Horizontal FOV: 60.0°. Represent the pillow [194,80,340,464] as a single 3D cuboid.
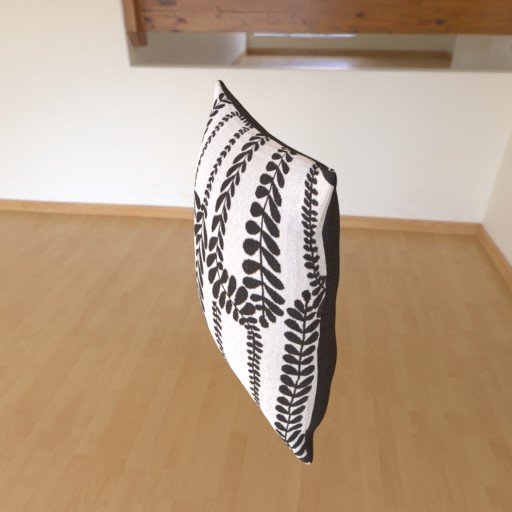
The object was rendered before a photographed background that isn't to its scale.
[{"bbox_3d":[0.000,0.000,0.676,0.182,0.441,0.440,-9,33,-15],"label":"pillow"}]
